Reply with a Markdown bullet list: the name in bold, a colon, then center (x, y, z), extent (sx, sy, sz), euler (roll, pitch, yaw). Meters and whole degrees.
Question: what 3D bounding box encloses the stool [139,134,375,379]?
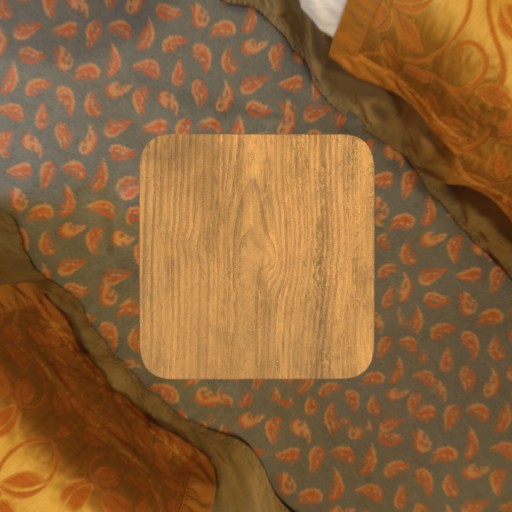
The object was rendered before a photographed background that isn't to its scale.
- **stool**: center (0.000, 0.000, 0.891), extent (0.407, 0.607, 0.407), euler (0, 90, 0)
